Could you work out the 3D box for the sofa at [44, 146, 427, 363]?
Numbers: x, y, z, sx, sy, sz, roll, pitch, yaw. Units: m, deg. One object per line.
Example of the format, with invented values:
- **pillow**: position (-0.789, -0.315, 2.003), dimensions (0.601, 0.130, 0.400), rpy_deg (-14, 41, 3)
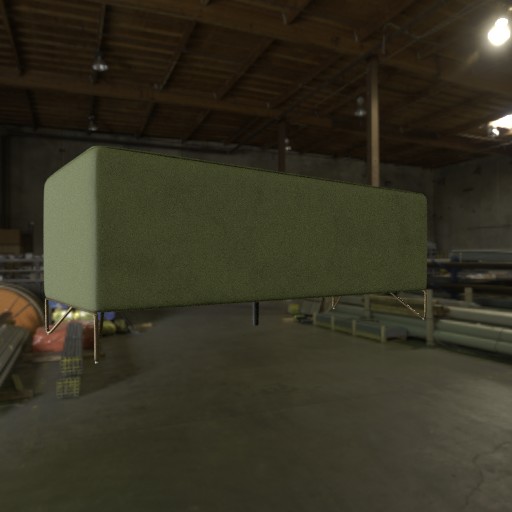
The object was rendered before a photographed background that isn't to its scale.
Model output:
- **sofa**: position (0.000, 0.000, 2.515), dimensions (2.087, 0.789, 0.867), rpy_deg (0, -1, -36)
